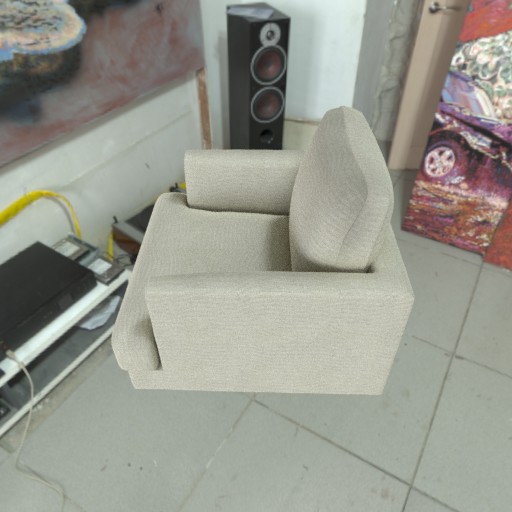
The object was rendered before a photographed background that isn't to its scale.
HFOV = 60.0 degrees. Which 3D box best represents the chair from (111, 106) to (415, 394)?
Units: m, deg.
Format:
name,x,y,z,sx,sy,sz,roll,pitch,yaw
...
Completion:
name,x,y,z,sx,sy,sz,roll,pitch,yaw
chair,0.000,0.000,1.662,0.899,0.957,0.858,1,42,1
